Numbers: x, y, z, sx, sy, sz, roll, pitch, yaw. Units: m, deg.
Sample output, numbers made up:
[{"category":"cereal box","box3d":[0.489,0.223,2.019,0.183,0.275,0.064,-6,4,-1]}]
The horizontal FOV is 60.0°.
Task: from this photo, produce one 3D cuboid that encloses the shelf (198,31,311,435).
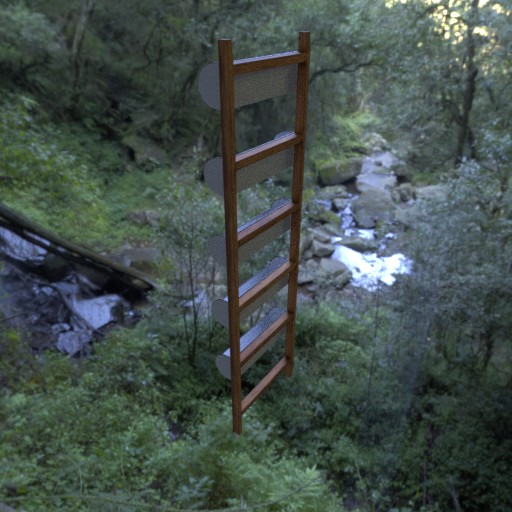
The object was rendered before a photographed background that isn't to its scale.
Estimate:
[{"category":"shelf","box3d":[0.000,0.000,1.786,0.141,1.600,0.454,20,35,30]}]
